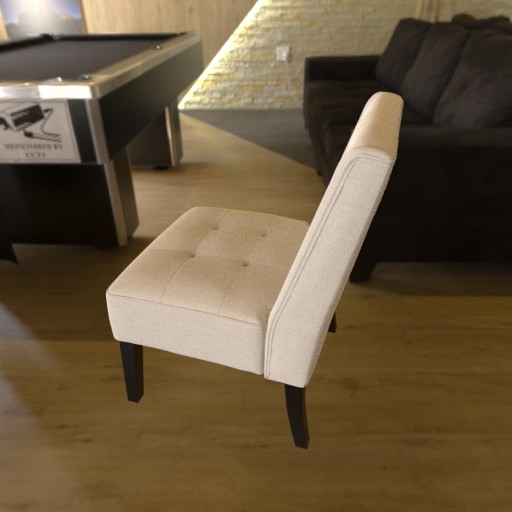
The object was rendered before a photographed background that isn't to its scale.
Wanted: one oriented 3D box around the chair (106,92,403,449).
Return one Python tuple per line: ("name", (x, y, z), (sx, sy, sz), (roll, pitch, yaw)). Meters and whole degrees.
("chair", (0.000, 0.000, 1.281), (0.676, 0.853, 0.569), (9, 32, 15))
